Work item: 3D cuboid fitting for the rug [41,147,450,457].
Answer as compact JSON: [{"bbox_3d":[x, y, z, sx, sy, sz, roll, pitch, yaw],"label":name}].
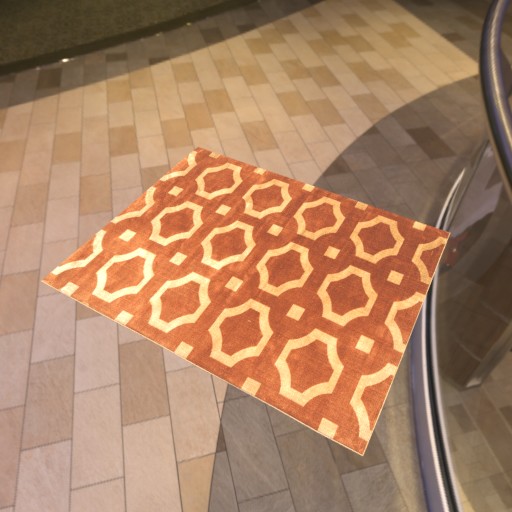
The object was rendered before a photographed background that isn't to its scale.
[{"bbox_3d":[0.000,0.000,4.191,3.049,0.021,2.466,23,51,20],"label":"rug"}]
